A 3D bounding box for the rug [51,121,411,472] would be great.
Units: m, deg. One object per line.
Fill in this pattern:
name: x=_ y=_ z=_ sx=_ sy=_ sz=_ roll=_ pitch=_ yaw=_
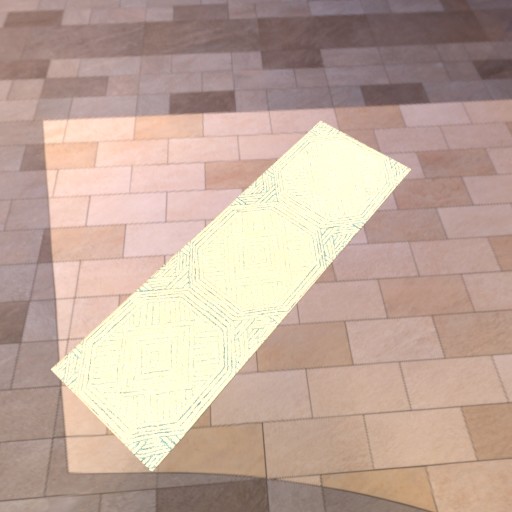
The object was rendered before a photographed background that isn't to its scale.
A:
rug: x=0.000 y=0.000 z=2.694 sx=0.775 sy=0.012 sz=2.452 roll=35 pitch=64 yaw=20
